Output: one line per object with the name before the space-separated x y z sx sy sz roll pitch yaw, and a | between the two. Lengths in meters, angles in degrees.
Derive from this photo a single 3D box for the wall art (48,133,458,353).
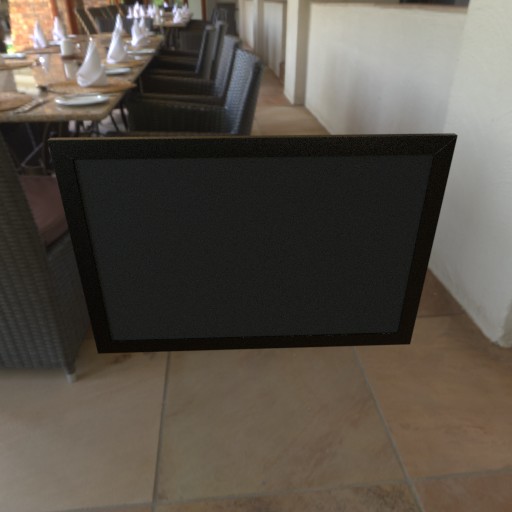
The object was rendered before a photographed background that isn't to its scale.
wall art | 0.000 0.000 0.830 0.660 0.447 0.013 -1 30 -2
